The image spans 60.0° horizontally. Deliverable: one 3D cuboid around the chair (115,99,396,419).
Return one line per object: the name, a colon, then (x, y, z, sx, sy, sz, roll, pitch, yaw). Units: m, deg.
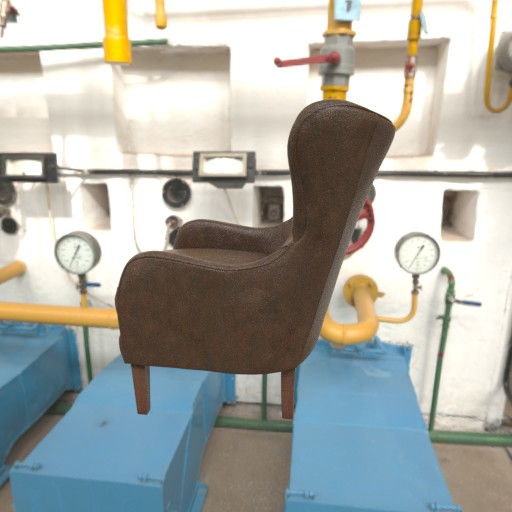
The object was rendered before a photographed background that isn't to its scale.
chair: (0.000, 0.000, 1.639, 0.914, 1.048, 0.692, 2, 15, 8)
